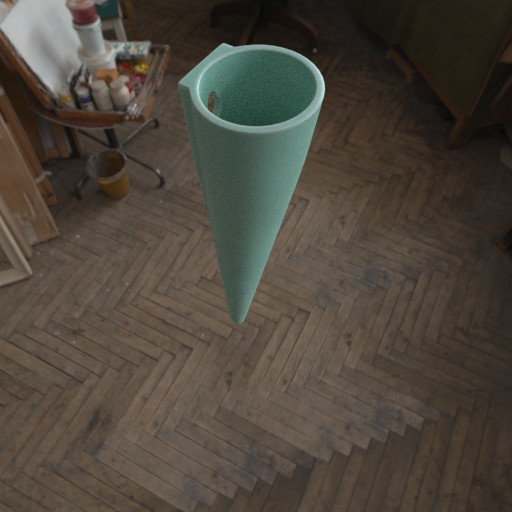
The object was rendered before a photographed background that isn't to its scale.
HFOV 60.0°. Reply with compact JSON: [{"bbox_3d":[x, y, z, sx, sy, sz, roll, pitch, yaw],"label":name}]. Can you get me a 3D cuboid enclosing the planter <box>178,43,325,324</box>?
[{"bbox_3d":[0.000,0.000,0.292,0.055,0.268,0.054,29,63,16],"label":"planter"}]
